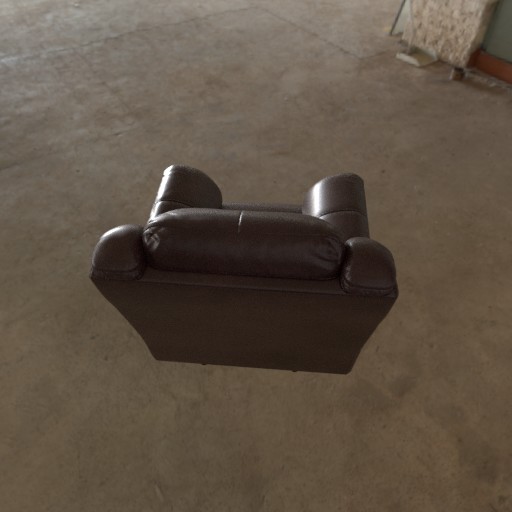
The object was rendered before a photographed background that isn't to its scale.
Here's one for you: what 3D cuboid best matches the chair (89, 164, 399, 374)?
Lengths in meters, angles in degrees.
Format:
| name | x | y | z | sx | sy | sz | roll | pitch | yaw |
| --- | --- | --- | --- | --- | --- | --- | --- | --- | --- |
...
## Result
| name | x | y | z | sx | sy | sz | roll | pitch | yaw |
| --- | --- | --- | --- | --- | --- | --- | --- | --- | --- |
| chair | 0.000 | 0.000 | 1.920 | 0.990 | 1.093 | 1.041 | 3 | 46 | 3 |
